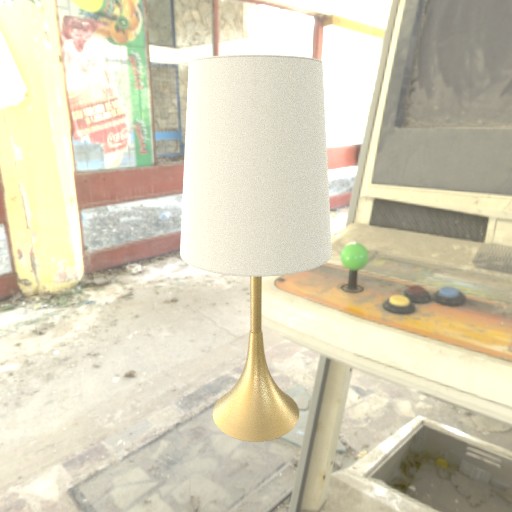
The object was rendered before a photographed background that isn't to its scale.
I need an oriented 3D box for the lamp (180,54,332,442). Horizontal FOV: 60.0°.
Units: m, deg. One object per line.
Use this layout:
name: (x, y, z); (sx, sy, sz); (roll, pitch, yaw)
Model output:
lamp: (0.000, 0.000, 0.685); (0.231, 0.569, 0.231); (0, 18, 0)
